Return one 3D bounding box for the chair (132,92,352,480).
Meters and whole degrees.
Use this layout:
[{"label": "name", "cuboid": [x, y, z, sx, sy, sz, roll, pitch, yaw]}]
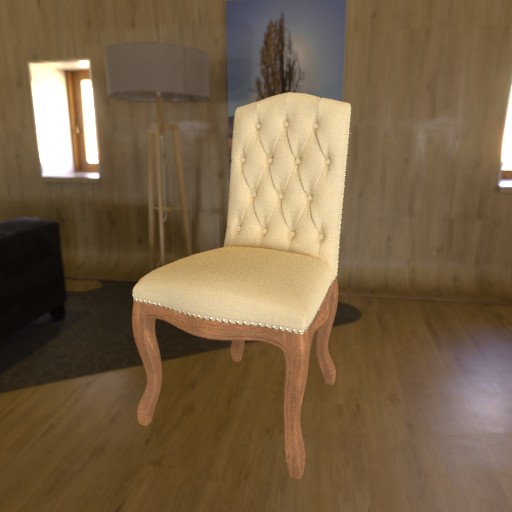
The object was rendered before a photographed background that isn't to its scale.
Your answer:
[{"label": "chair", "cuboid": [0.000, 0.000, 1.595, 0.623, 1.165, 0.715, 7, 16, 26]}]
